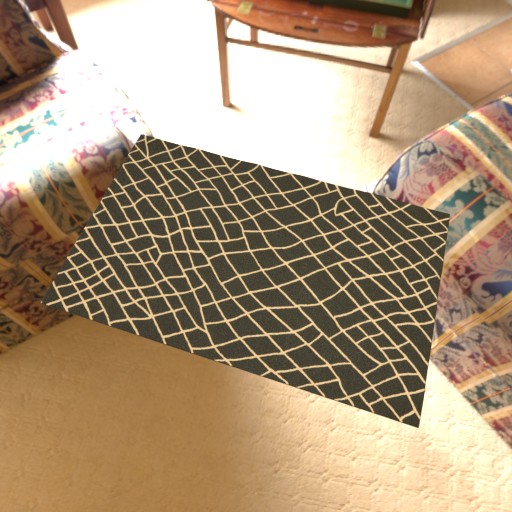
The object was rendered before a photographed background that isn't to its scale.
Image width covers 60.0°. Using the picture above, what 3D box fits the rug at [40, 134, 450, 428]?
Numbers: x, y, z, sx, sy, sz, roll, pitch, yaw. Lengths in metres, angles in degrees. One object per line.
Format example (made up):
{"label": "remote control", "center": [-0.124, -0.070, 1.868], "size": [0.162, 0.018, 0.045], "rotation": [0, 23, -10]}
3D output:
{"label": "rug", "center": [0.000, 0.000, 3.031], "size": [2.448, 0.017, 1.529], "rotation": [16, 63, 8]}
